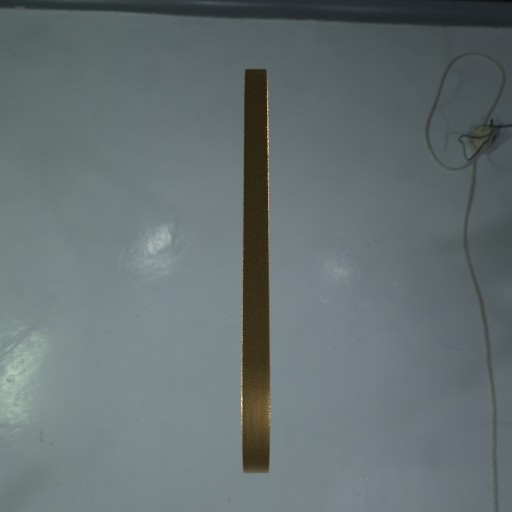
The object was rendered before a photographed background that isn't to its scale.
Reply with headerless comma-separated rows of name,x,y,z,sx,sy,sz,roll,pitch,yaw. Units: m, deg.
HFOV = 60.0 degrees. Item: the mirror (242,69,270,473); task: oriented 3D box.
mirror,0.000,0.000,0.657,0.032,0.254,0.584,0,74,0
